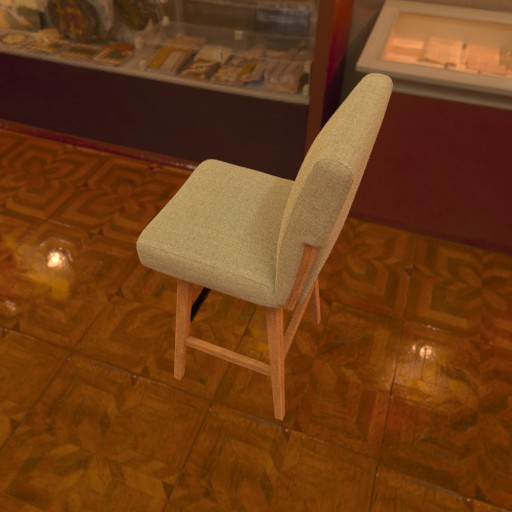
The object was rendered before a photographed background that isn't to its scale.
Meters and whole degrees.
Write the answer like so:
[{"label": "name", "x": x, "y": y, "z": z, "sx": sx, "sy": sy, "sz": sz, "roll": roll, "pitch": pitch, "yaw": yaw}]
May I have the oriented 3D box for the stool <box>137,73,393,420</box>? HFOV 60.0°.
[{"label": "stool", "x": 0.000, "y": 0.000, "z": 1.411, "sx": 0.569, "sy": 1.106, "sz": 0.483, "roll": 17, "pitch": 49, "yaw": 15}]
